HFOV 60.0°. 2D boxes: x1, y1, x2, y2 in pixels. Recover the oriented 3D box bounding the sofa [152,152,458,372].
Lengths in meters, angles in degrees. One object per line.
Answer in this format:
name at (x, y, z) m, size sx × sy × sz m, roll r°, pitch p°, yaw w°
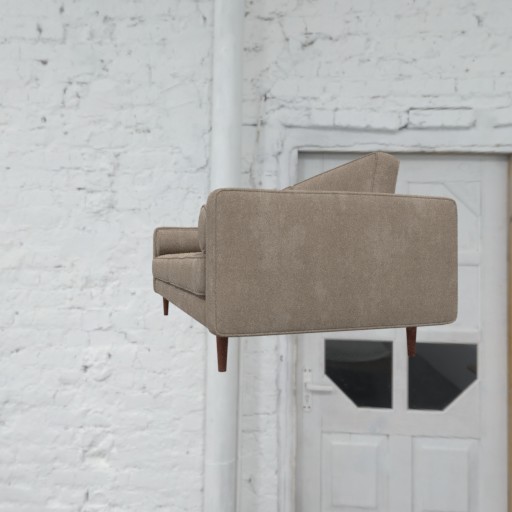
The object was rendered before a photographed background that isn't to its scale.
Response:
sofa at (0.000, 0.000, 2.300) m, size 0.920 × 0.769 × 1.883 m, roll 0°, pitch 0°, yaw -18°
